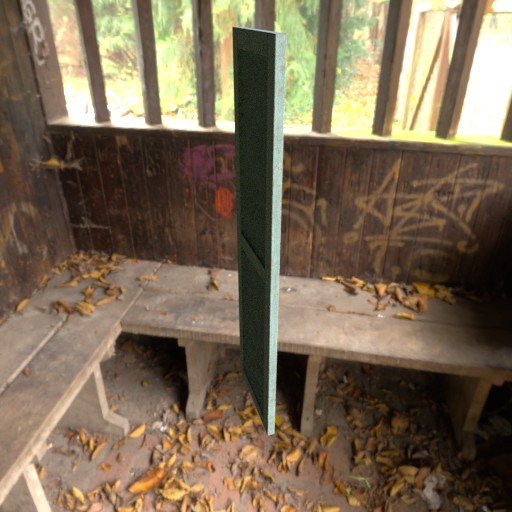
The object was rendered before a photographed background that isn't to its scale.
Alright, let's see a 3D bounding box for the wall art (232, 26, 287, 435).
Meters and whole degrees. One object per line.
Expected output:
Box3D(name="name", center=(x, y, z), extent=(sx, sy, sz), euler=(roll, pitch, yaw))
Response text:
Box3D(name="wall art", center=(0.000, 0.000, 1.339), extent=(0.025, 1.219, 0.329), euler=(-9, 31, -16))
